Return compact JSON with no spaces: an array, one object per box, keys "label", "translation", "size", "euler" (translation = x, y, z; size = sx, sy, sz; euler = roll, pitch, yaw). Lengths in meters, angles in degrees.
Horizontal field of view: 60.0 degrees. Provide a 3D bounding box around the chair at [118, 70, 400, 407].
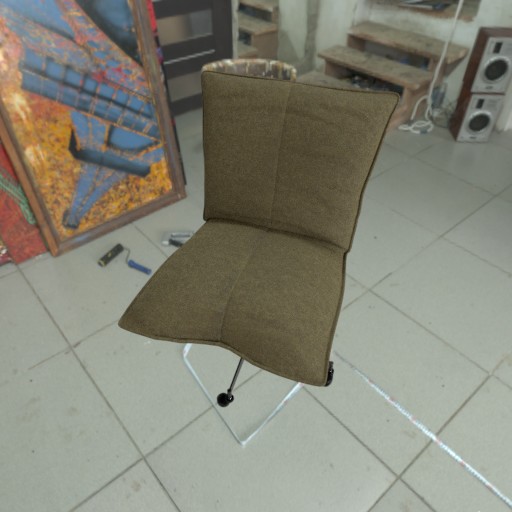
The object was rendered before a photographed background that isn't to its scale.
[{"label":"chair","translation":[0.000,0.000,1.316],"size":[0.597,0.811,0.696],"euler":[14,44,15]}]
